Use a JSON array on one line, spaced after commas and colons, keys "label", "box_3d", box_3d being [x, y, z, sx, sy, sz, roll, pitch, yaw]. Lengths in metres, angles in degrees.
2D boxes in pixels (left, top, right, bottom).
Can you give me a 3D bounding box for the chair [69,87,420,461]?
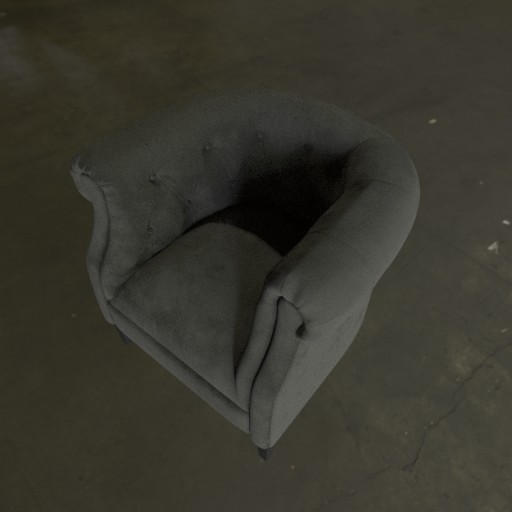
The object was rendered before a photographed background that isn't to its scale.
[{"label": "chair", "box_3d": [0.000, 0.000, 1.500, 0.904, 0.826, 0.851, 31, 54, 26]}]
